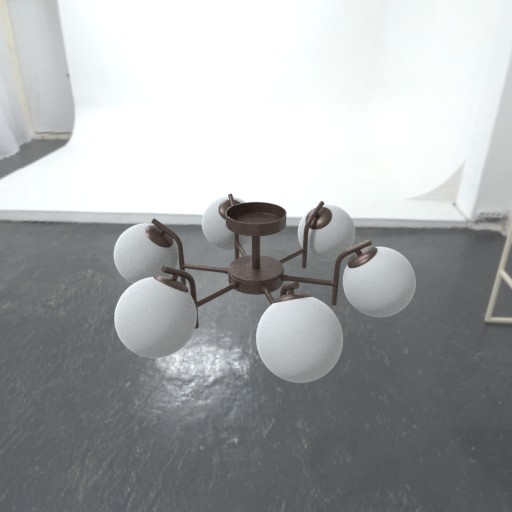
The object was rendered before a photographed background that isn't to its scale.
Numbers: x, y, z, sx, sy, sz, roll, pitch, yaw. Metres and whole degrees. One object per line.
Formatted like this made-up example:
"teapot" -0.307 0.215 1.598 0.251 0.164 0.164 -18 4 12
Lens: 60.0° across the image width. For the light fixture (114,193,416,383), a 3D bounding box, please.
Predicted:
"light fixture" 0.000 0.000 0.952 0.662 0.201 0.662 0 27 0
